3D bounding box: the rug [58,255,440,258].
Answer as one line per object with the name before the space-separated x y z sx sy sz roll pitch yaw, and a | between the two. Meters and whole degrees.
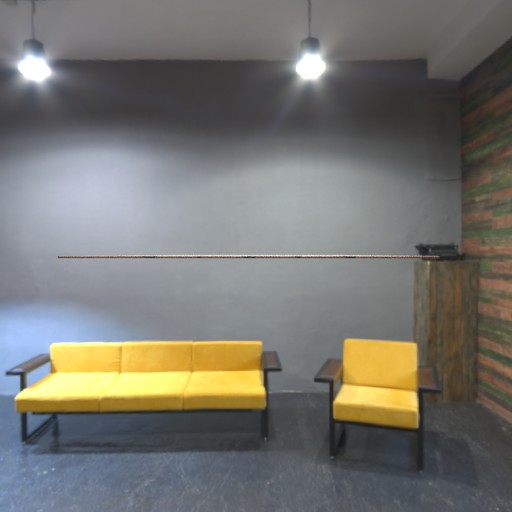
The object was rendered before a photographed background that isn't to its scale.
rug | 0.000 0.000 2.992 1.526 0.008 2.465 0 0 2
